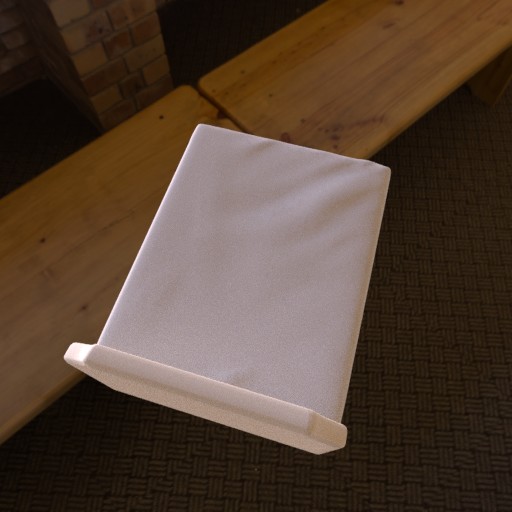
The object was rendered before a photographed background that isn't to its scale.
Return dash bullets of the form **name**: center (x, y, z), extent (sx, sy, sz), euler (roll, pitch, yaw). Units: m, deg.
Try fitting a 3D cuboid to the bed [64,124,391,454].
- **bed**: center (0.000, 0.000, 3.579), extent (1.977, 1.293, 2.498), euler (15, 65, 7)
